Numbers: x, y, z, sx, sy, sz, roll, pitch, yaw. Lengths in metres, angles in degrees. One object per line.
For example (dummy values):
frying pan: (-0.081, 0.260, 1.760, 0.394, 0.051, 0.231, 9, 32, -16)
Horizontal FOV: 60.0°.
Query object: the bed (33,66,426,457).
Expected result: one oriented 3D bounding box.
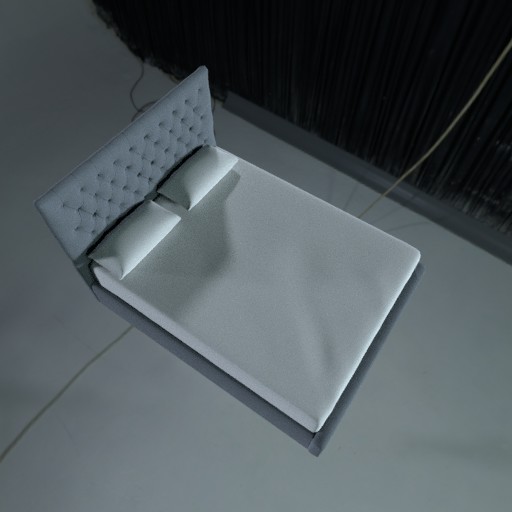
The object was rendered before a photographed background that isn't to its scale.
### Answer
bed: (0.000, 0.000, 3.340, 2.231, 1.427, 1.698, 30, 63, 18)
